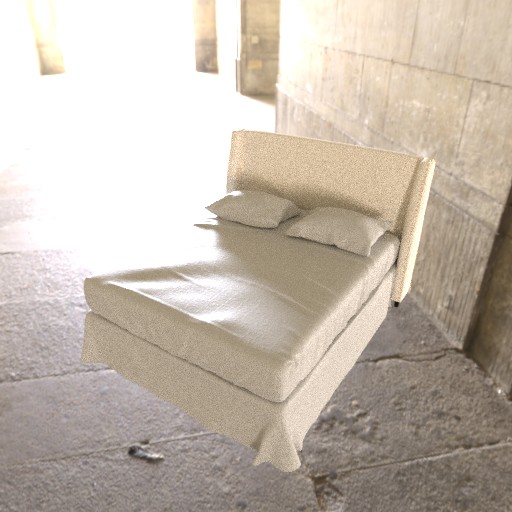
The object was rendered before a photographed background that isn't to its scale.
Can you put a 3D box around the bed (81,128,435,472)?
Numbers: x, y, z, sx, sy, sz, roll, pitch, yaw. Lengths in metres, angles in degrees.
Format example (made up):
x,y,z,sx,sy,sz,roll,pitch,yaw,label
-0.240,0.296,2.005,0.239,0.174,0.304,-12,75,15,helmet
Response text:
x,y,z,sx,sy,sz,roll,pitch,yaw,label
0.000,0.000,3.432,1.925,1.332,2.276,18,33,29,bed
